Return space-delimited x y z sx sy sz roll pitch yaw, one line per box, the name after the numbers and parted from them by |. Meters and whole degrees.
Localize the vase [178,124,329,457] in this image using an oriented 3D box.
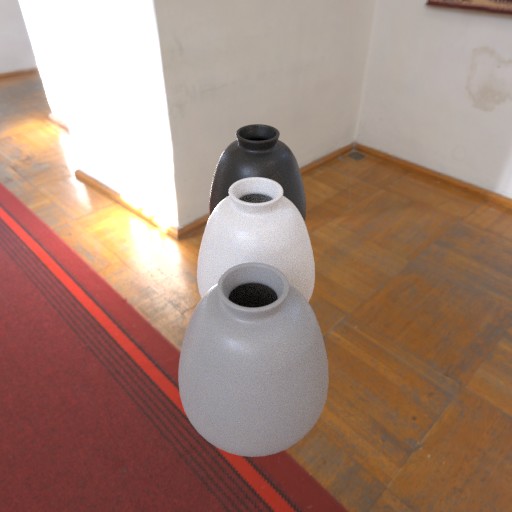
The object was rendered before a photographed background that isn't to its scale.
0.000 0.000 0.356 0.097 0.122 0.297 1 39 1 | vase
